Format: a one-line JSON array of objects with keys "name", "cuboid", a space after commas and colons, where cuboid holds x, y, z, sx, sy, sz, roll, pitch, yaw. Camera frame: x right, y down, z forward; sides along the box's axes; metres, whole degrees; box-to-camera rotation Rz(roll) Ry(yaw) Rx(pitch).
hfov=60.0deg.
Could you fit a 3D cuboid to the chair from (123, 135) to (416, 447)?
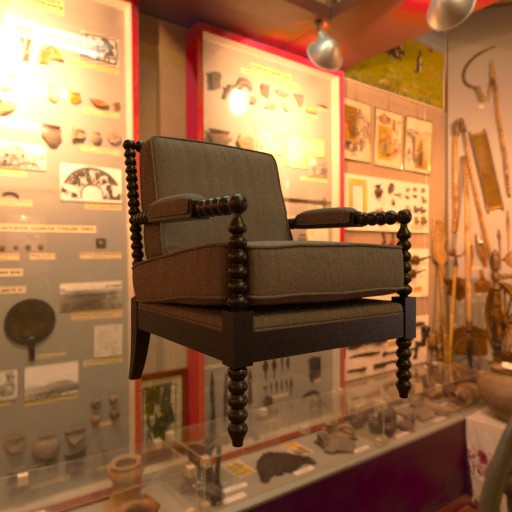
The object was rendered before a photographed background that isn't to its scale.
[{"name": "chair", "cuboid": [0.000, 0.000, 1.134, 0.540, 0.661, 0.622, 0, 0, -35]}]
